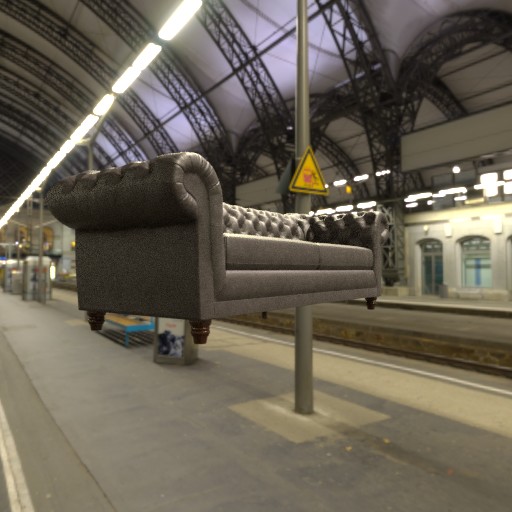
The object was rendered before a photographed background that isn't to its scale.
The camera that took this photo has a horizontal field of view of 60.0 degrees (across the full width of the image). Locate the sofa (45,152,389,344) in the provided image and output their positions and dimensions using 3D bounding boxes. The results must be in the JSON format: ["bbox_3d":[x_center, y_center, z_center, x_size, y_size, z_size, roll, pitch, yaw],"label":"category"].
[{"bbox_3d":[0.000,0.000,2.828,0.944,0.783,2.385,-1,-2,35],"label":"sofa"}]
